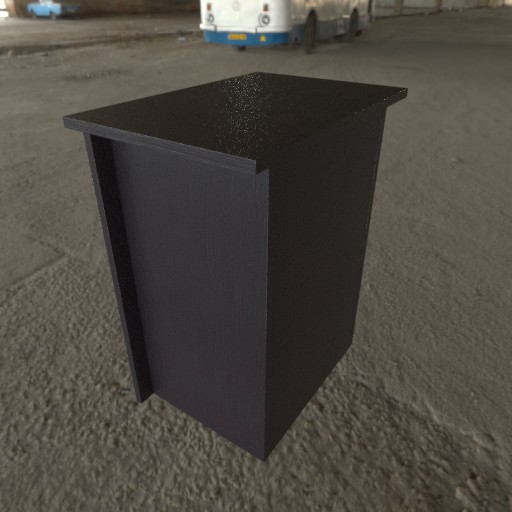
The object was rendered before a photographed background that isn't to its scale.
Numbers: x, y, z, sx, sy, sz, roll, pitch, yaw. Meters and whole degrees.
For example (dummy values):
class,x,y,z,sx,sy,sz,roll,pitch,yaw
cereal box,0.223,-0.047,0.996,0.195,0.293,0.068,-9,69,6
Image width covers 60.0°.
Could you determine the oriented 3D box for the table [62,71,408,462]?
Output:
class,x,y,z,sx,sy,sz,roll,pitch,yaw
table,0.000,0.000,1.051,0.408,0.711,0.589,20,36,29
